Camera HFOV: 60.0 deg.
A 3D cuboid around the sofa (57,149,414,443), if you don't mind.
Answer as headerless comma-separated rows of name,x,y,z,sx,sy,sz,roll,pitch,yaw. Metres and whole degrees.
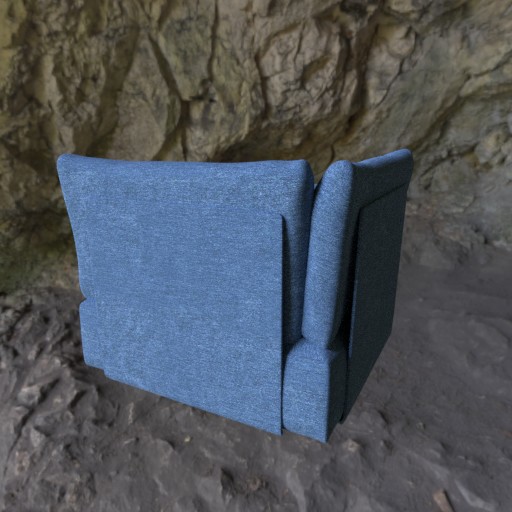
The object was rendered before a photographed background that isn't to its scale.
sofa,0.000,0.000,1.761,1.000,0.820,1.000,8,18,26
